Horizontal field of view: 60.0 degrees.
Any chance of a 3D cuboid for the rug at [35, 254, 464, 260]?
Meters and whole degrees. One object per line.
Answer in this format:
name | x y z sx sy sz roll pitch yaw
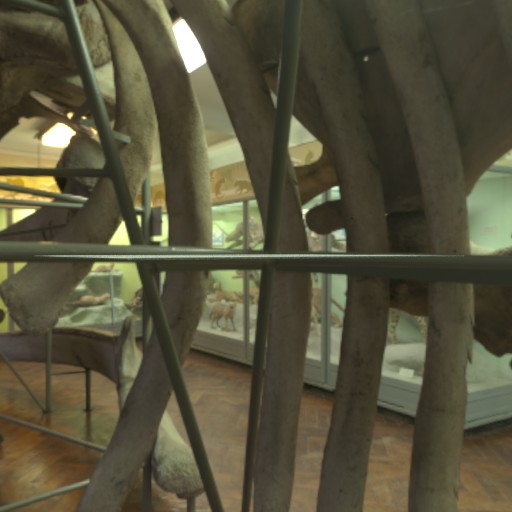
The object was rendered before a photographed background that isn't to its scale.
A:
rug | 0.000 0.000 2.280 1.854 0.006 1.234 0 1 -37
